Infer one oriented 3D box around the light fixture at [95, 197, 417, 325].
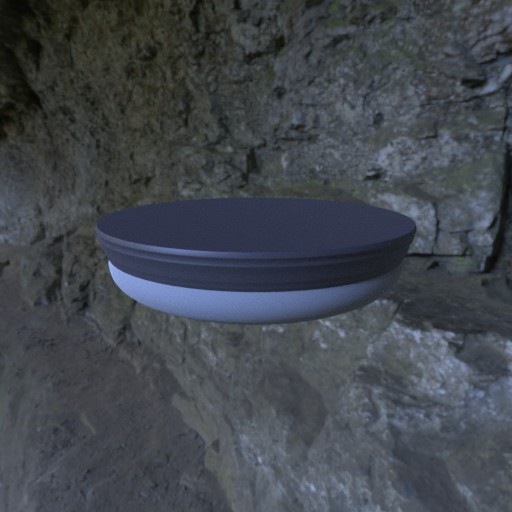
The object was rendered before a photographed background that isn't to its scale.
[{"bbox_3d":[0.000,0.000,0.549,0.368,0.100,0.368,0,14,0],"label":"light fixture"}]
